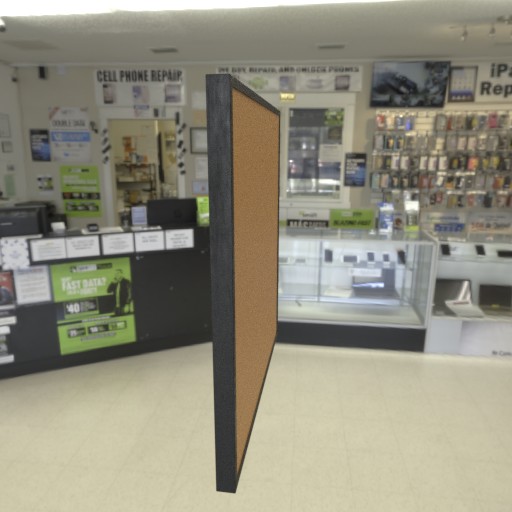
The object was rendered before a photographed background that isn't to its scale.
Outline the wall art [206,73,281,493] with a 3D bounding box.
[{"bbox_3d":[0.000,0.000,1.137,0.039,0.763,0.763,2,14,9],"label":"wall art"}]
